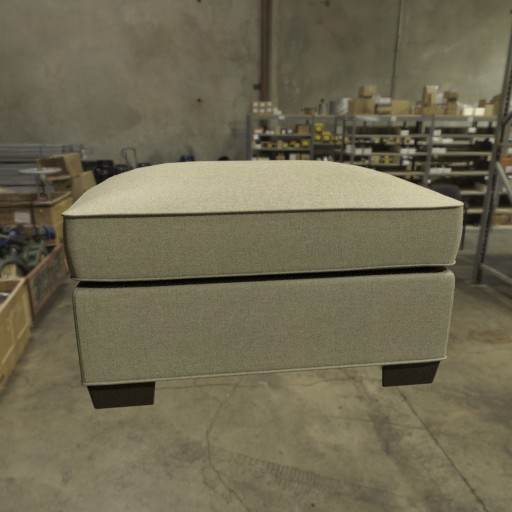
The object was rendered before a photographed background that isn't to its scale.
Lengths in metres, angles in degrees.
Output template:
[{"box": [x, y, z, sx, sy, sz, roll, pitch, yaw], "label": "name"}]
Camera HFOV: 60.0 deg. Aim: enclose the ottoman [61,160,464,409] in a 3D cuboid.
[{"box": [0.000, 0.000, 1.230, 0.843, 0.504, 0.619, -2, 17, -7], "label": "ottoman"}]
